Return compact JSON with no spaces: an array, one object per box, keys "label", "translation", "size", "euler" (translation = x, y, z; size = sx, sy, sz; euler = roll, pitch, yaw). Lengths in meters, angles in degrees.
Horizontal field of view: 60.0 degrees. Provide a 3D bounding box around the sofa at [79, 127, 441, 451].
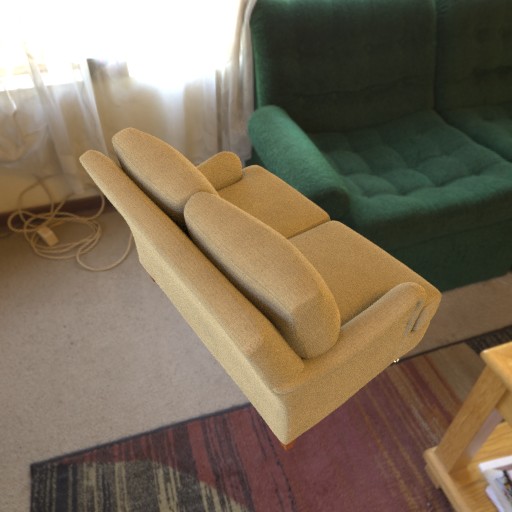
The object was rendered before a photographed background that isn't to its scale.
[{"label":"sofa","translation":[0.000,0.000,2.194],"size":[1.087,0.999,1.480],"euler":[-26,48,-26]}]
